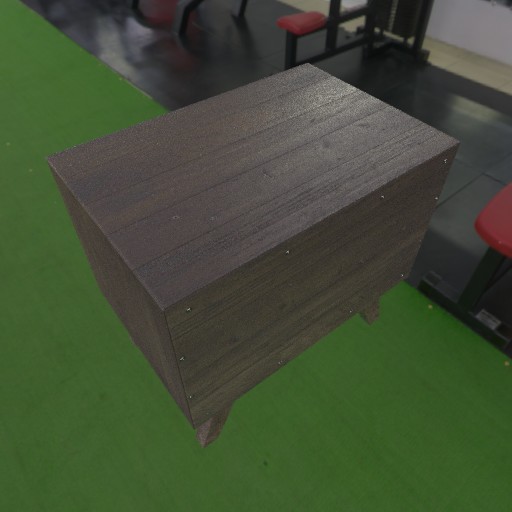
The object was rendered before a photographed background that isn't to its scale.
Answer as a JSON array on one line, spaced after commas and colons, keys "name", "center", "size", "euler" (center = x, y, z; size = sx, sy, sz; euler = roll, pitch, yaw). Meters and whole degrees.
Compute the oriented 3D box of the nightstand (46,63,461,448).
[{"name": "nightstand", "center": [0.000, 0.000, 1.054], "size": [0.650, 0.599, 0.450], "euler": [-29, 54, -25]}]
